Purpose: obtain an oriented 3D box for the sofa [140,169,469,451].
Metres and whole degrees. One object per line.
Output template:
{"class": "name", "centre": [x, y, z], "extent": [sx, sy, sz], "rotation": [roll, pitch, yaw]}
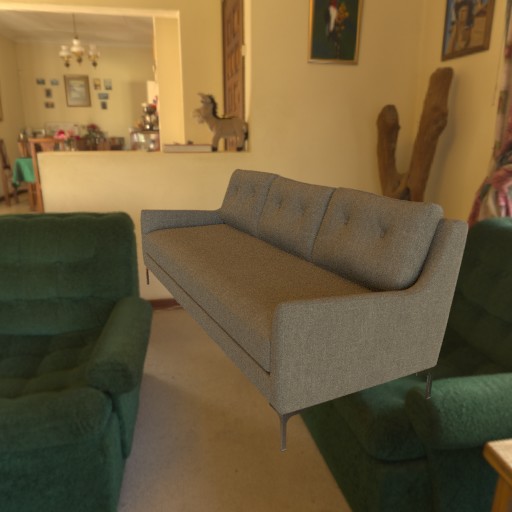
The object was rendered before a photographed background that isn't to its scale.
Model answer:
{"class": "sofa", "centre": [0.000, 0.000, 2.505], "extent": [0.849, 0.837, 2.060], "rotation": [-8, 18, -26]}
